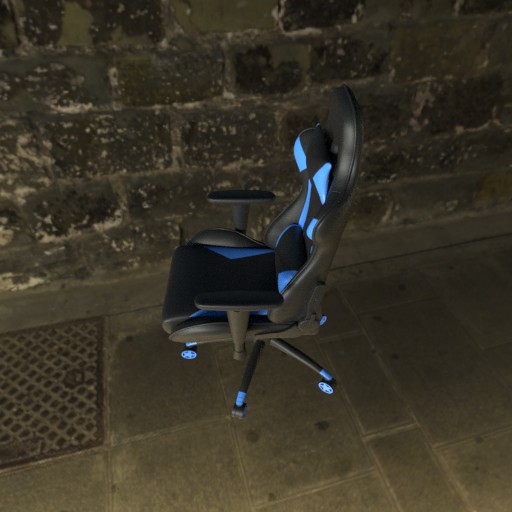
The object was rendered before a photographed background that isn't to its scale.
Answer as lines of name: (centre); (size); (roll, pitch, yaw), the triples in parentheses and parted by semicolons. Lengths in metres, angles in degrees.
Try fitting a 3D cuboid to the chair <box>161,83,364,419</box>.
chair: (0.000, 0.000, 1.720); (0.730, 1.282, 0.695); (-1, 42, -1)
